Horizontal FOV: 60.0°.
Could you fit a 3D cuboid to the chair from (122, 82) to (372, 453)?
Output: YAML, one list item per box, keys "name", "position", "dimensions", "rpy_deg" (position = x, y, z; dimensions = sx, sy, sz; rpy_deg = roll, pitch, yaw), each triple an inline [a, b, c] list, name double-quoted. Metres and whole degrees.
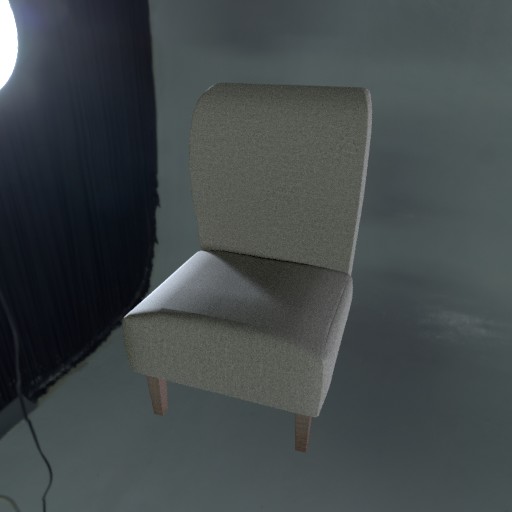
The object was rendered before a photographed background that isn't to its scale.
- name: "chair"
  position: [0.000, 0.000, 1.183]
  dimensions: [0.513, 0.804, 0.592]
  rpy_deg: [8, 28, 16]
